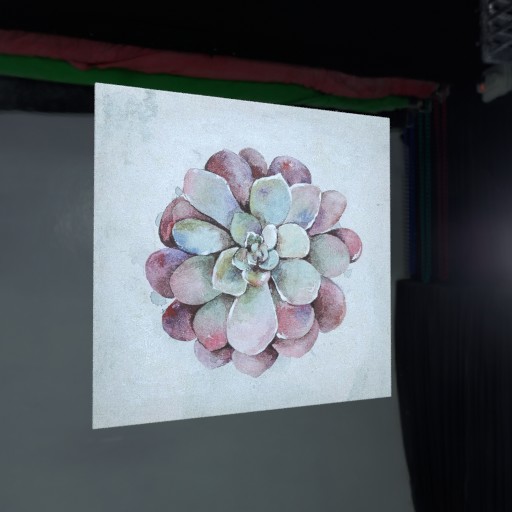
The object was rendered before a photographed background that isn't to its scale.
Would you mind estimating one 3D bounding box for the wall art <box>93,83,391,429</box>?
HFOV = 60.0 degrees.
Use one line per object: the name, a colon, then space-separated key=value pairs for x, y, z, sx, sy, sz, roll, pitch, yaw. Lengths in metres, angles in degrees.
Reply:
wall art: x=0.000 y=0.000 z=1.110 sx=0.762 sy=0.762 sz=0.041 roll=0 pitch=-1 yaw=-18
